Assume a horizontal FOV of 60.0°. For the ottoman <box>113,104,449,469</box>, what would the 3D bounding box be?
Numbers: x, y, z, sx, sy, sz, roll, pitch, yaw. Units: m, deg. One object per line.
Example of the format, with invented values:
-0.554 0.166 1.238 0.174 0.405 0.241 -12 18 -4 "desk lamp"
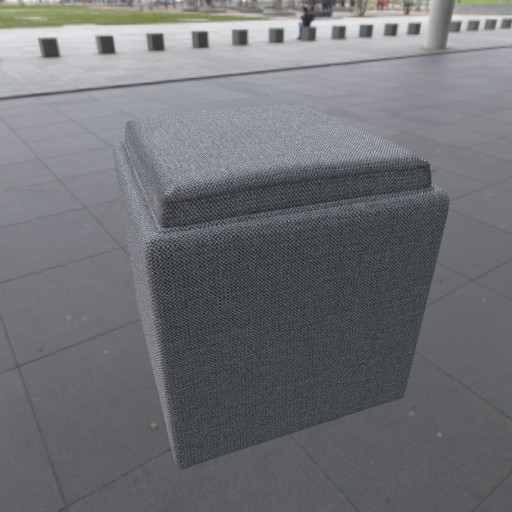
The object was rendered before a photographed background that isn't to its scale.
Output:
0.000 0.000 0.834 0.436 0.487 0.454 -11 32 -18 "ottoman"
